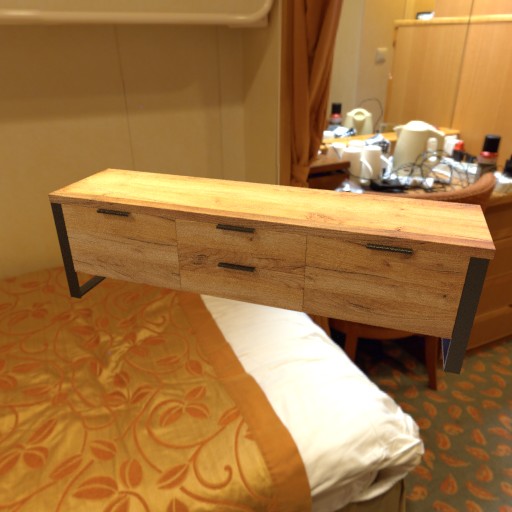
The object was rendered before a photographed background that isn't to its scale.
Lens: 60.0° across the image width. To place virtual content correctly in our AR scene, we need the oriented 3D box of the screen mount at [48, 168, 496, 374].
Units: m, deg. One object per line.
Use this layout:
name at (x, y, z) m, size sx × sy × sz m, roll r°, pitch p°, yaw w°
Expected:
screen mount at (0.000, 0.000, 1.701) m, size 1.524 × 0.450 × 0.395 m, roll 8°, pitch 28°, yaw 16°
